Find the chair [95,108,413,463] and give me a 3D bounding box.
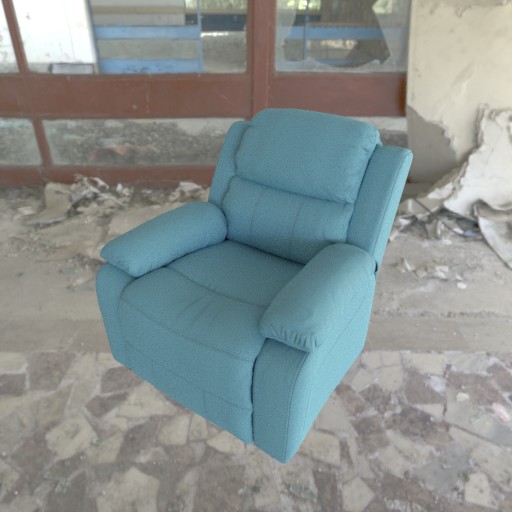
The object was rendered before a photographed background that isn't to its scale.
[{"bbox_3d":[0.000,0.000,1.267,0.680,0.702,0.709,20,35,30],"label":"chair"}]
